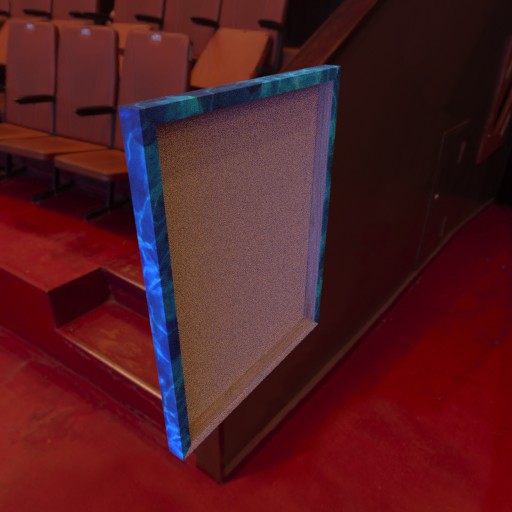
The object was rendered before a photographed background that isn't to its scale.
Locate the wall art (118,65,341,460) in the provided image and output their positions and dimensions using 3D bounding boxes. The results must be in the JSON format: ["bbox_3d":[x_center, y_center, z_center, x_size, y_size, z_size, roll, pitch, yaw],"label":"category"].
[{"bbox_3d":[0.000,0.000,0.857,0.038,0.635,0.508,20,35,31],"label":"wall art"}]
